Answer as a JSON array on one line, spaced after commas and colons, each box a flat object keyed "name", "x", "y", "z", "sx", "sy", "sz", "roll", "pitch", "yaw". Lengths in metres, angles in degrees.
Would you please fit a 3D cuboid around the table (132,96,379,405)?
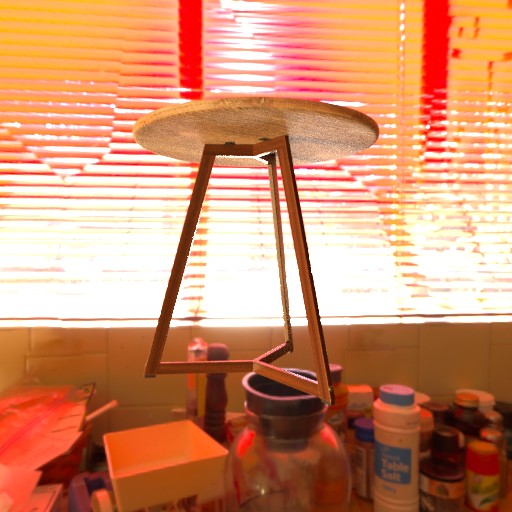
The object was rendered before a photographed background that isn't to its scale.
[{"name": "table", "x": 0.000, "y": 0.000, "z": 0.935, "sx": 0.500, "sy": 0.500, "sz": 0.500, "roll": 0, "pitch": 1, "yaw": 0}]
